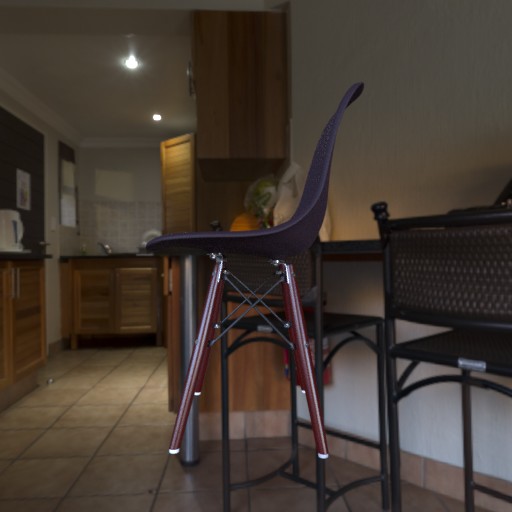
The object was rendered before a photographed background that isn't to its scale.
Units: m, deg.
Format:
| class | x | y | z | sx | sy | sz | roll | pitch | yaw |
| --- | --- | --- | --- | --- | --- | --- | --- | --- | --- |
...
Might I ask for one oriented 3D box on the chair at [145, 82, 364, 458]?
| class | x | y | z | sx | sy | sz | roll | pitch | yaw |
| --- | --- | --- | --- | --- | --- | --- | --- | --- | --- |
| chair | 0.000 | 0.000 | 1.126 | 0.533 | 0.826 | 0.470 | 0 | 1 | -1 |
